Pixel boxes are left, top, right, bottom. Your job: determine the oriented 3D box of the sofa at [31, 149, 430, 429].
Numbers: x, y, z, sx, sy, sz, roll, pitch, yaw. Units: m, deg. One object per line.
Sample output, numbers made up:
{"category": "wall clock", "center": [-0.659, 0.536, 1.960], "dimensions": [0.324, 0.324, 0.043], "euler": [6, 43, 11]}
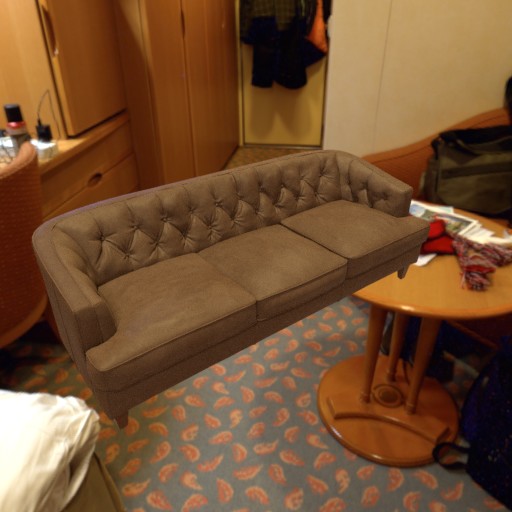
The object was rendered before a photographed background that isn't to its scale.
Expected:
{"category": "sofa", "center": [0.000, 0.000, 2.619], "dimensions": [2.227, 0.787, 0.927], "euler": [-21, 36, -32]}
